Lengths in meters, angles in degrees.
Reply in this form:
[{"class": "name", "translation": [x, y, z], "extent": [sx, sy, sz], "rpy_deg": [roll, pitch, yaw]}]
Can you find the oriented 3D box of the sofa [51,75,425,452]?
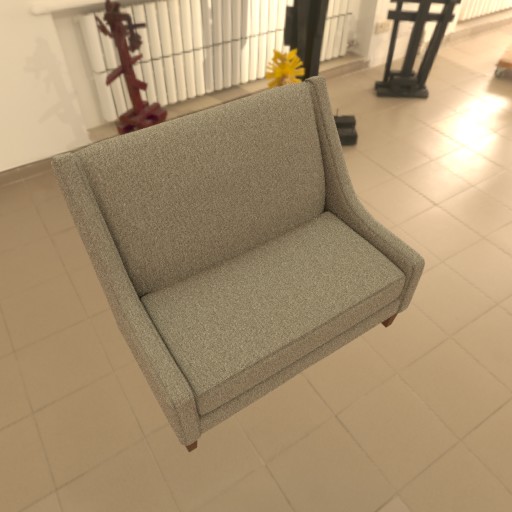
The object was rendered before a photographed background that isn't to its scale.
[{"class": "sofa", "translation": [0.000, 0.000, 1.915], "extent": [1.242, 1.026, 0.862], "rpy_deg": [-25, 51, -22]}]
